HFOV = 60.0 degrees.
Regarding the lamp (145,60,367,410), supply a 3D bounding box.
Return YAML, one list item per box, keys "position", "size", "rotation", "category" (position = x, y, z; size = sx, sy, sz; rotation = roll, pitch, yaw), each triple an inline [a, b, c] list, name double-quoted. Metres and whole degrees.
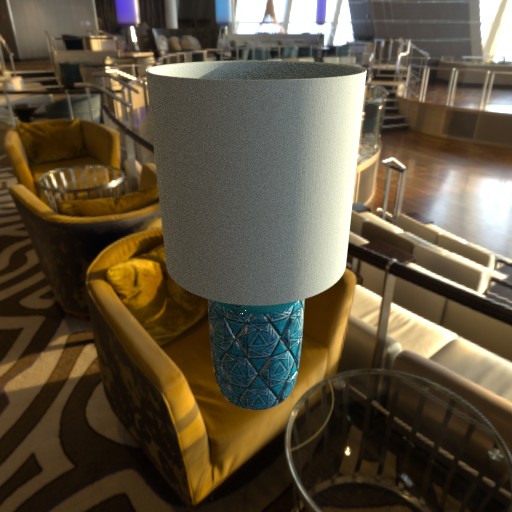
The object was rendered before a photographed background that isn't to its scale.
- position: [0.000, 0.000, 0.482]
  size: [0.193, 0.377, 0.193]
  rotation: [18, 32, 31]
  category: "lamp"
